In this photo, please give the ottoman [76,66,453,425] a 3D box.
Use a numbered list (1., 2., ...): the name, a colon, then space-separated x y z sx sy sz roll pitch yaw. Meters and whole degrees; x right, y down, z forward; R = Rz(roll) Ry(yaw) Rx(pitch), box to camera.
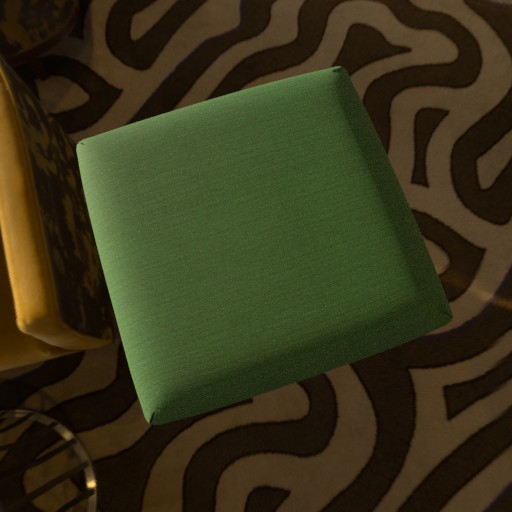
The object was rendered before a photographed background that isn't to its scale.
1. ottoman: 0.000 0.000 0.903 0.507 0.475 0.497 -17 77 -4
